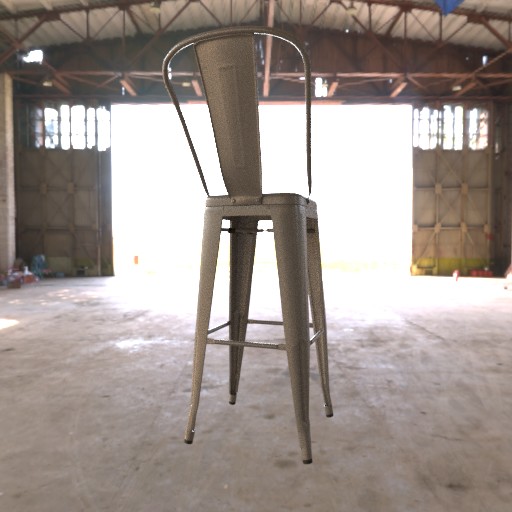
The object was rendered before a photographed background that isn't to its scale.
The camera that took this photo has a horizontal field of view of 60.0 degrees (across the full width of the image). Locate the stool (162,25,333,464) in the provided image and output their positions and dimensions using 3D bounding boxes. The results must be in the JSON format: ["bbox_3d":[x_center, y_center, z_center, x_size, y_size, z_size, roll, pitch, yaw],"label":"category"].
[{"bbox_3d":[0.000,0.000,1.307,0.399,1.096,0.513,1,2,19],"label":"stool"}]
